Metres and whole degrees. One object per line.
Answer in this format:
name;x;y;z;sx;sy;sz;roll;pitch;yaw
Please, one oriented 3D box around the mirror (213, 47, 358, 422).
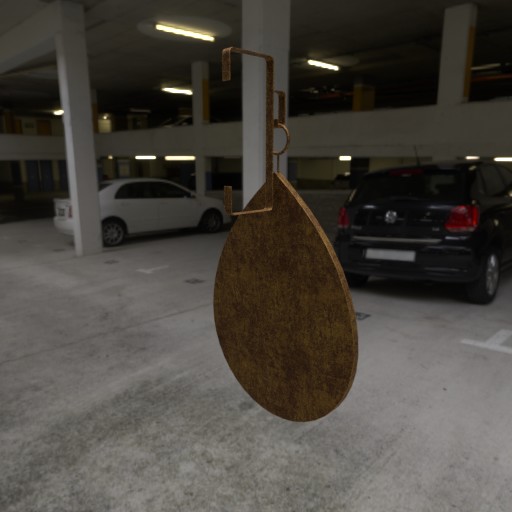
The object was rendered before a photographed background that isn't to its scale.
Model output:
mirror;0.000;0.000;0.879;0.144;0.744;0.405;-12;18;-43
